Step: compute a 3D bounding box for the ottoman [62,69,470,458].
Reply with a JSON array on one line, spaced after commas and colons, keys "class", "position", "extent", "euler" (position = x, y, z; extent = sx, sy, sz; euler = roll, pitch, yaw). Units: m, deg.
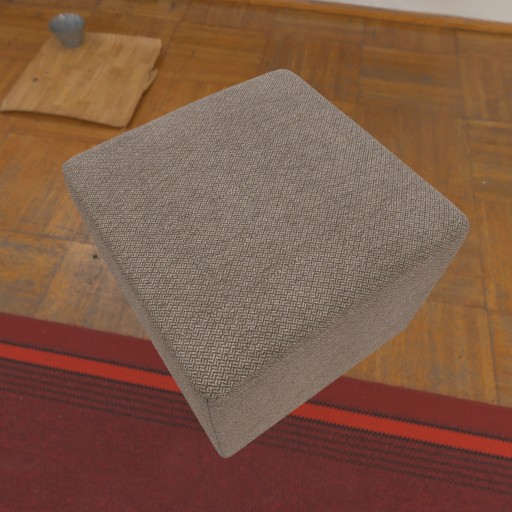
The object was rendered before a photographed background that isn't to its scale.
[{"class": "ottoman", "position": [0.000, 0.000, 0.898], "extent": [0.512, 0.453, 0.519], "euler": [-30, 62, -18]}]
